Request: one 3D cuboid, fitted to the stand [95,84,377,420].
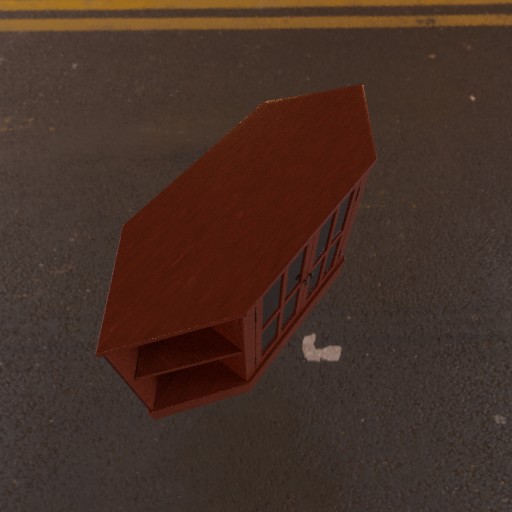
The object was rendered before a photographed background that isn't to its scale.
[{"bbox_3d":[0.000,0.000,1.377,0.381,0.614,1.072,33,63,19],"label":"stand"}]
